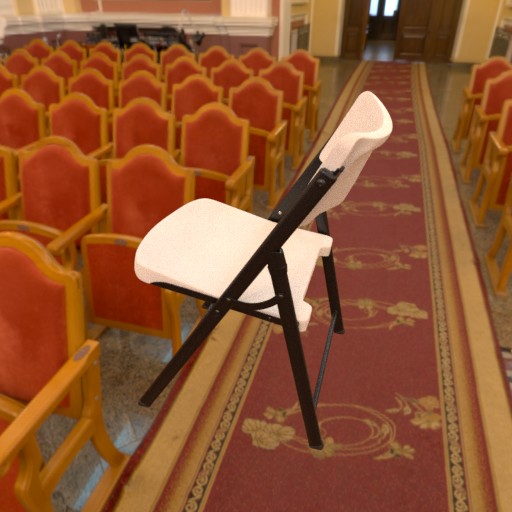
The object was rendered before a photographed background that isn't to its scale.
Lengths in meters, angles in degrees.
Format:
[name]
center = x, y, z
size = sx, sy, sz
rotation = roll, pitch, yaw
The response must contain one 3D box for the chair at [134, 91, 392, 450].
[chair]
center = 0.000, 0.000, 1.145
size = 0.577, 0.765, 0.482
rotation = 8, 31, 14
